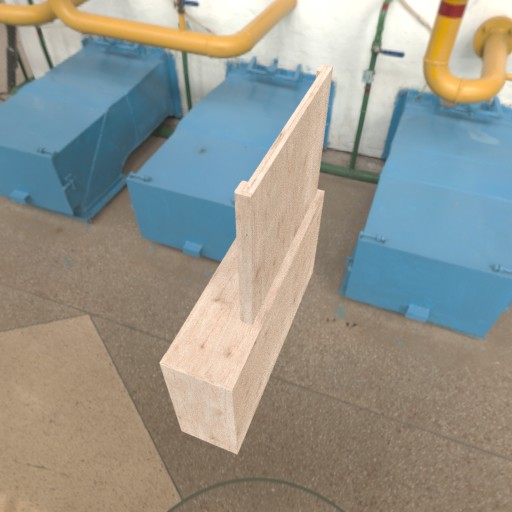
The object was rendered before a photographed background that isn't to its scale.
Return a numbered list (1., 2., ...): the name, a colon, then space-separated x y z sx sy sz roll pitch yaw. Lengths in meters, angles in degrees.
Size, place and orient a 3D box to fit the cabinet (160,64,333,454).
1. cabinet: 0.000 0.000 2.767 0.420 1.981 1.700 17 50 15
